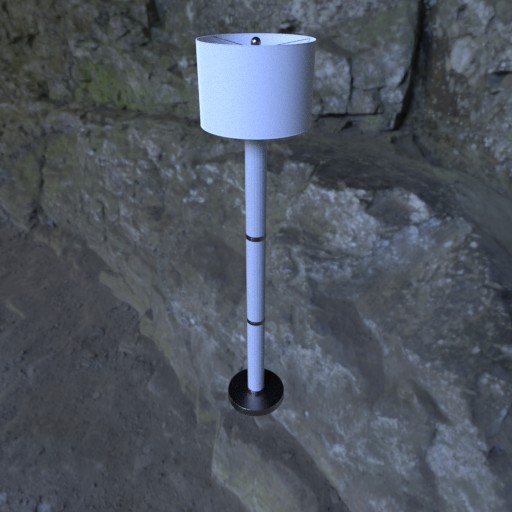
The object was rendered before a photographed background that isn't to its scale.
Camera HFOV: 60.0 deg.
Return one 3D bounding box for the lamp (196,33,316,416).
[{"bbox_3d":[0.000,0.000,1.796,0.377,1.599,0.377,-10,33,-16],"label":"lamp"}]
